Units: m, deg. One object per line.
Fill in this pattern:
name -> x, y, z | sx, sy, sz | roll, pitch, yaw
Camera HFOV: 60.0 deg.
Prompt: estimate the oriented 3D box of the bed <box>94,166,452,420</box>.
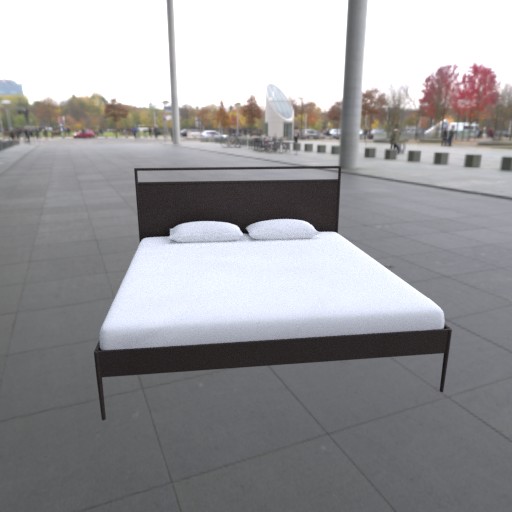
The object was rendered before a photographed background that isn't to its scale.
bed -> 0.000, 0.000, 3.396 | 1.993, 1.173, 2.151 | -2, 16, -8
